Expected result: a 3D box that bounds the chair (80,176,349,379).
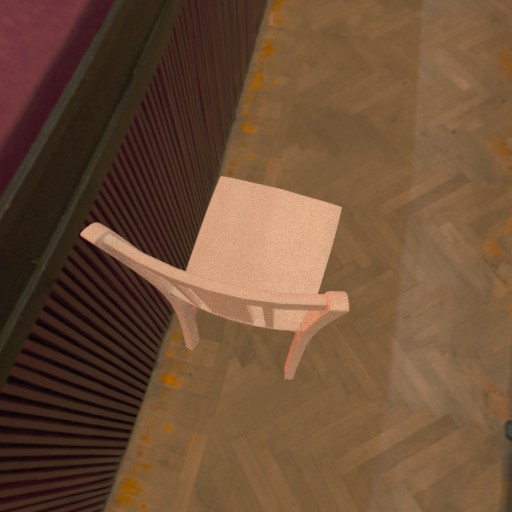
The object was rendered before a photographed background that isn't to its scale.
[{"bbox_3d":[0.000,0.000,1.253,0.450,0.998,0.555,15,67,7],"label":"chair"}]
